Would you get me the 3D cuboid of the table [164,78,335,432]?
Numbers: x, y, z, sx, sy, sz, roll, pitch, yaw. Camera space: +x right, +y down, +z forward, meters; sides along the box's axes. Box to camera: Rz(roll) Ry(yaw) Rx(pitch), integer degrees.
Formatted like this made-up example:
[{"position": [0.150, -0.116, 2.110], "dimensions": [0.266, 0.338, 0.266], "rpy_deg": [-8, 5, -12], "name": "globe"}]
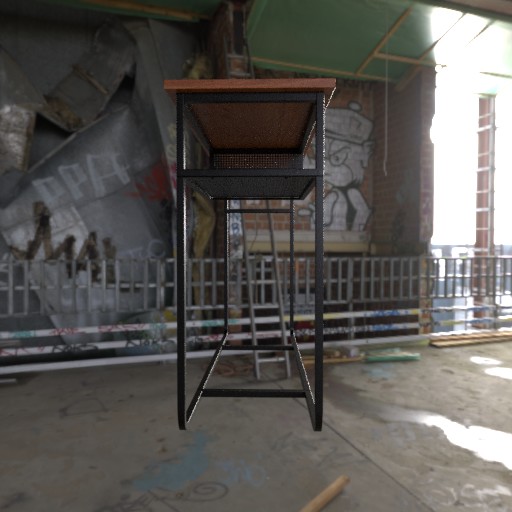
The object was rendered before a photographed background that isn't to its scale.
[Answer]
[{"position": [0.000, 0.000, 1.463], "dimensions": [0.350, 0.750, 1.100], "rpy_deg": [0, 1, 1], "name": "table"}]
